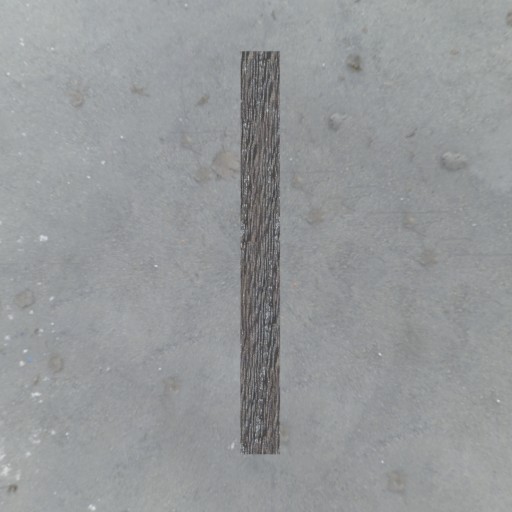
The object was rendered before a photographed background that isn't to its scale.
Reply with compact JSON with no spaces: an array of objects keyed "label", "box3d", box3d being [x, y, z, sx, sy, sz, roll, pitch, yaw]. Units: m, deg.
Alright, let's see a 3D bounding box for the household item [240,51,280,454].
[{"label":"household item","box3d":[0.000,0.000,0.281,0.020,0.210,0.160,0,89,0]}]
